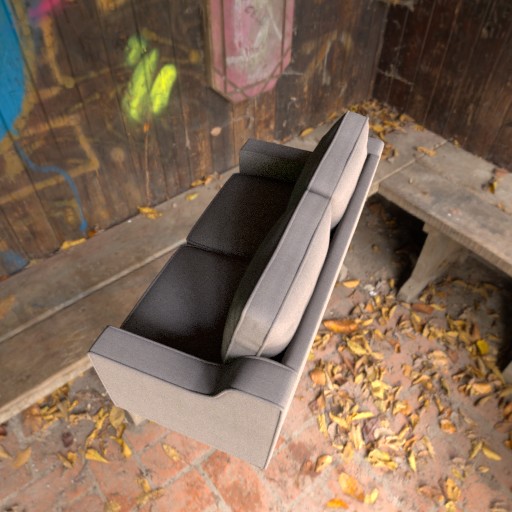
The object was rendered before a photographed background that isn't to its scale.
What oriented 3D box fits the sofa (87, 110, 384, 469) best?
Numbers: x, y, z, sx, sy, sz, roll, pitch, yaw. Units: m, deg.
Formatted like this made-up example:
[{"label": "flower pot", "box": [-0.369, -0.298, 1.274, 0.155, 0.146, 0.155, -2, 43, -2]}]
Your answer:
[{"label": "sofa", "box": [0.000, 0.000, 2.035, 0.791, 0.948, 1.500, 17, 49, 15]}]
